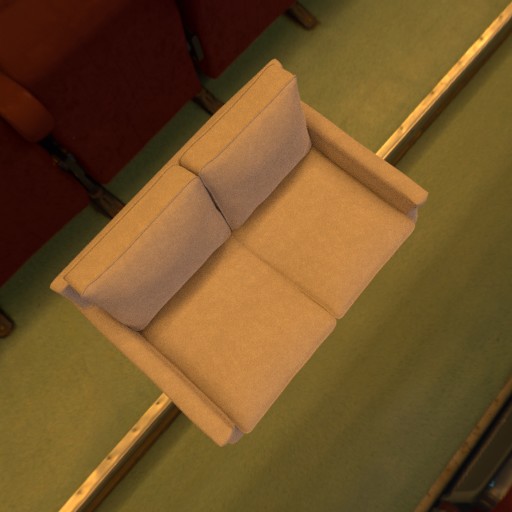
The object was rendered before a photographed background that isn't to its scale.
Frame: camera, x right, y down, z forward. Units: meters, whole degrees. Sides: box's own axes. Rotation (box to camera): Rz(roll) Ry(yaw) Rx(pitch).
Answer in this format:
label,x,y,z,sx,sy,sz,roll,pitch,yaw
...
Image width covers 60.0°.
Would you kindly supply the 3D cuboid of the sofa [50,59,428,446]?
label,x,y,z,sx,sy,sz,roll,pitch,yaw
sofa,0.000,0.000,2.290,1.084,1.002,1.597,40,79,9
